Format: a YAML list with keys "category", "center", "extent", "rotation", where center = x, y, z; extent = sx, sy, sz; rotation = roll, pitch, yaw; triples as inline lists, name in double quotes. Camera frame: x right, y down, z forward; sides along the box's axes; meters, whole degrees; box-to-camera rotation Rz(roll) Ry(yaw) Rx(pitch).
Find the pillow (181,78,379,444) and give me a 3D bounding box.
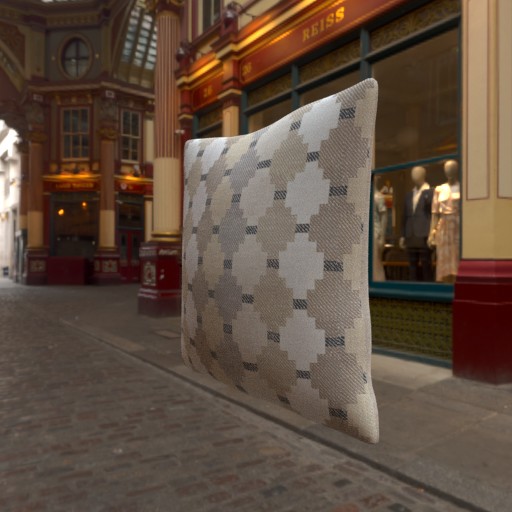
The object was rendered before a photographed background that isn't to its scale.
- category: "pillow"
  center: [0.000, 0.000, 0.876]
  extent: [0.192, 0.558, 0.578]
  rotation: [0, 1, -38]
